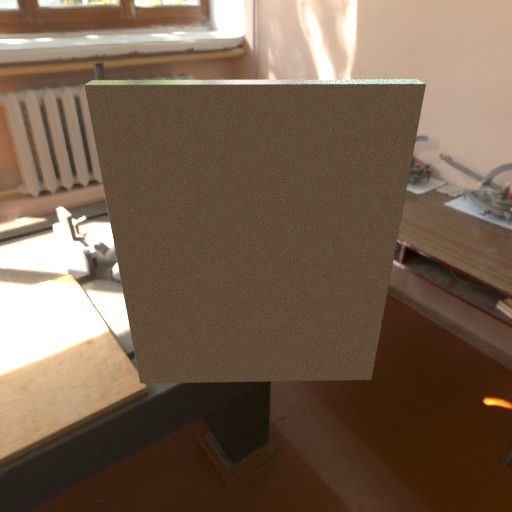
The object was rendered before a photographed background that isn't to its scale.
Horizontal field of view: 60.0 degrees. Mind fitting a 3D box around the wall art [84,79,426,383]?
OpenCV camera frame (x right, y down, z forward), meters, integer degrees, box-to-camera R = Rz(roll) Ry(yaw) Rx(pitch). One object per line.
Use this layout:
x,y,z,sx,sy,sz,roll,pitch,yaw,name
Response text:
0.000,0.000,0.742,0.452,0.549,0.038,-1,31,-1,wall art
